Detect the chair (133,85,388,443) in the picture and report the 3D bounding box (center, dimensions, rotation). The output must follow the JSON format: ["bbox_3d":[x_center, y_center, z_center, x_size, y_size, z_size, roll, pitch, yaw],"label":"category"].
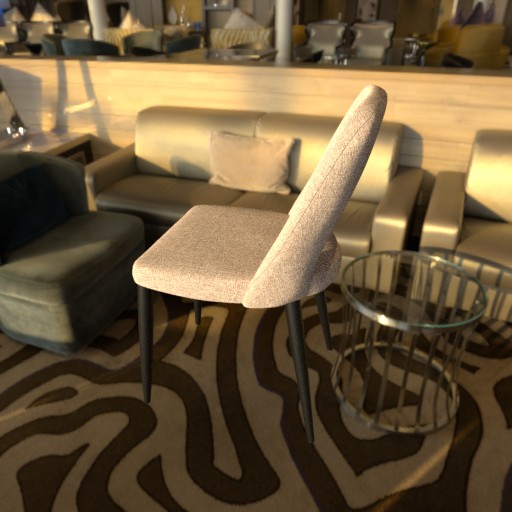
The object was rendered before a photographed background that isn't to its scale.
[{"bbox_3d":[0.000,0.000,1.280,0.612,0.931,0.470,8,30,14],"label":"chair"}]
